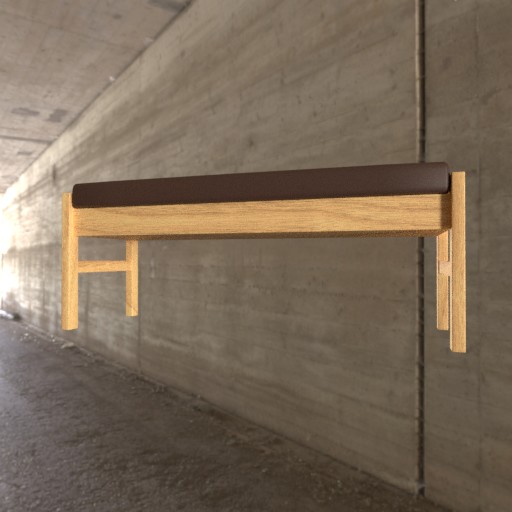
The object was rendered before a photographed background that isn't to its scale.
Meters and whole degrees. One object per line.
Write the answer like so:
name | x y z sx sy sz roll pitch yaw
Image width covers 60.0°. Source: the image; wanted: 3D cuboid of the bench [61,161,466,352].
bench | 0.000 0.000 1.457 1.200 0.480 0.405 0 0 17
